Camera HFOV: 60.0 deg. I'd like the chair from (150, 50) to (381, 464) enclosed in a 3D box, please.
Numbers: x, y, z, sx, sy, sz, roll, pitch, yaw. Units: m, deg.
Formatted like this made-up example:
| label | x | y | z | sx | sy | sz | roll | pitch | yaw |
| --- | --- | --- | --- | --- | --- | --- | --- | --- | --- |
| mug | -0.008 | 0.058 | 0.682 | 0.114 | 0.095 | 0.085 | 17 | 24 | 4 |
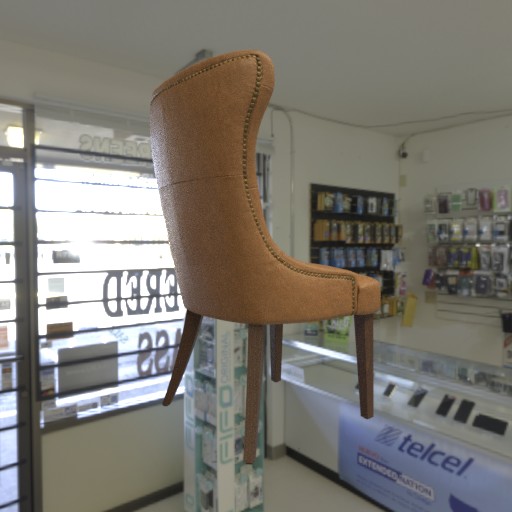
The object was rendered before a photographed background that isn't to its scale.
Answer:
| label | x | y | z | sx | sy | sz | roll | pitch | yaw |
| --- | --- | --- | --- | --- | --- | --- | --- | --- | --- |
| chair | 0.000 | 0.000 | 1.475 | 0.669 | 1.065 | 0.611 | -1 | 2 | -36 |
